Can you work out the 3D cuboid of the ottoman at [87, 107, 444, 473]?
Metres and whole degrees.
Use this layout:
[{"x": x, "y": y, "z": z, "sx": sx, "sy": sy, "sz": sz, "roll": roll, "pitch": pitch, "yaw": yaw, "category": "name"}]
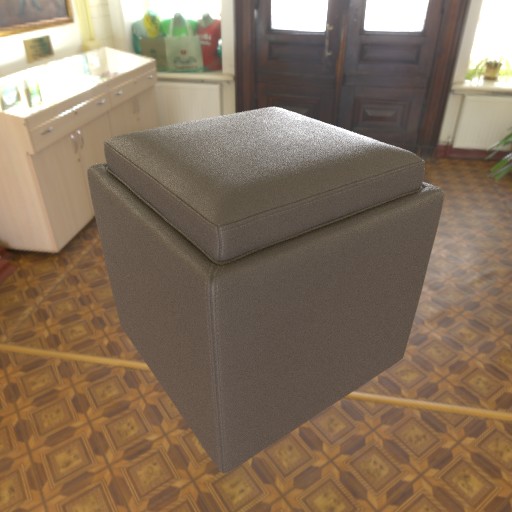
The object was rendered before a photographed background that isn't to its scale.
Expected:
[{"x": 0.000, "y": 0.000, "z": 0.828, "sx": 0.450, "sy": 0.460, "sz": 0.451, "roll": -21, "pitch": 38, "yaw": -29, "category": "ottoman"}]
